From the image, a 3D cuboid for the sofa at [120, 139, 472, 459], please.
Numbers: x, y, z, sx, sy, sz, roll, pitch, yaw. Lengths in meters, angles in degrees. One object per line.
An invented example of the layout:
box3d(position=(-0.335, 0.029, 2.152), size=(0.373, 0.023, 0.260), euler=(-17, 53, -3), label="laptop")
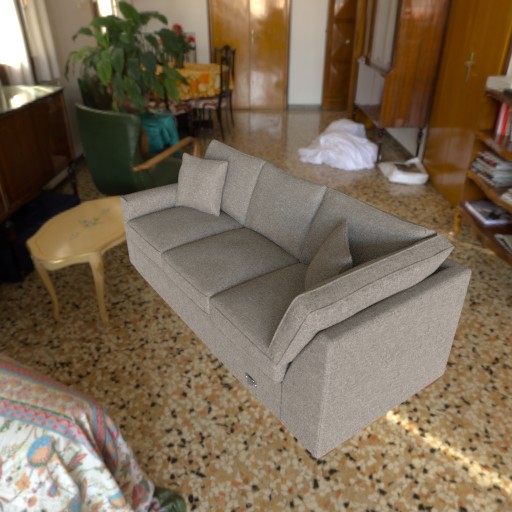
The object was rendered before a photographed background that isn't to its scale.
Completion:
box3d(position=(0.000, 0.000, 2.909), size=(1.061, 0.962, 2.317), euler=(-19, 35, -30), label="sofa")
